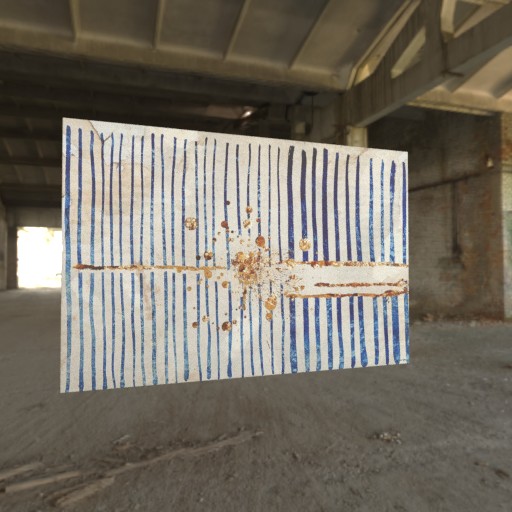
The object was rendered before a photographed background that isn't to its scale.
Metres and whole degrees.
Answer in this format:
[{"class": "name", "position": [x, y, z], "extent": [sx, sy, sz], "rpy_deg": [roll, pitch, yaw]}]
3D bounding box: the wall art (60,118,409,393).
[{"class": "wall art", "position": [0.000, 0.000, 1.421], "extent": [1.143, 0.757, 0.038], "rpy_deg": [0, -1, -19]}]
